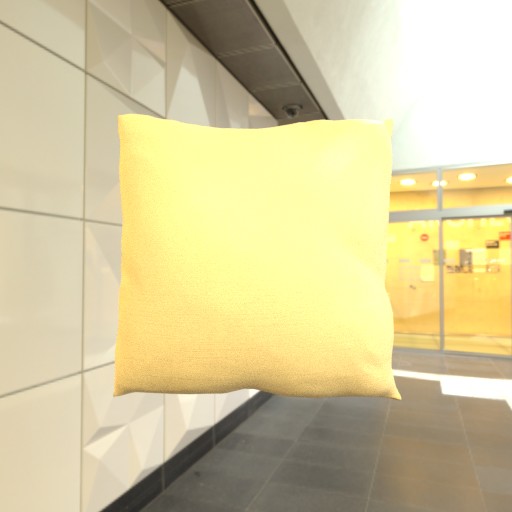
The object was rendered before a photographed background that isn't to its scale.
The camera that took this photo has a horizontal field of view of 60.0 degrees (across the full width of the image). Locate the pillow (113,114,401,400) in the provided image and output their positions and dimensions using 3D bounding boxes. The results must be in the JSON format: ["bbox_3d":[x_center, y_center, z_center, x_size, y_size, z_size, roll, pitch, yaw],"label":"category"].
[{"bbox_3d":[0.000,0.000,0.692,0.450,0.448,0.245,0,-2,1],"label":"pillow"}]
